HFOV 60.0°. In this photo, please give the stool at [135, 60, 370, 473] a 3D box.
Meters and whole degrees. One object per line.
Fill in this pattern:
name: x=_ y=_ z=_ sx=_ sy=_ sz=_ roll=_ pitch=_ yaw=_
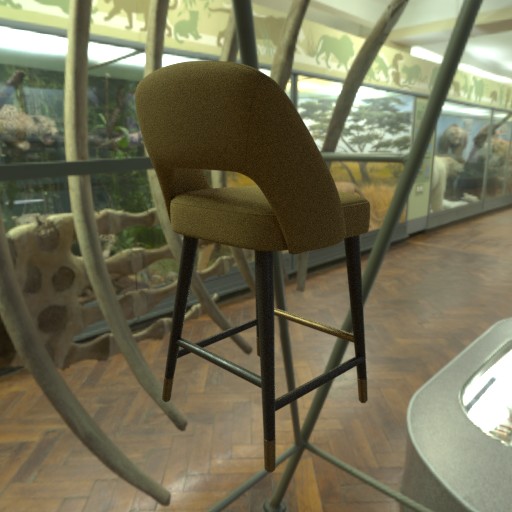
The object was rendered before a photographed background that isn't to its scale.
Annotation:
stool: x=0.000 y=0.000 z=1.231 sx=0.536 sy=0.939 sz=0.522 roll=13 pitch=19 yaw=43
